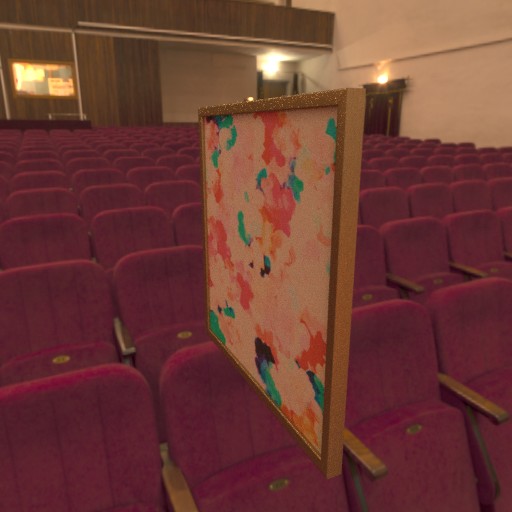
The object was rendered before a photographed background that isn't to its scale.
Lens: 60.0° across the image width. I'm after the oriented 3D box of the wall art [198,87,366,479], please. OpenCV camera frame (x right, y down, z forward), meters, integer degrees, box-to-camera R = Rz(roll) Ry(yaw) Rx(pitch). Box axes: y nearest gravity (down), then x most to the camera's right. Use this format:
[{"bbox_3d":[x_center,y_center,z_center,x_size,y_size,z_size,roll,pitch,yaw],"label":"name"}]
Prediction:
[{"bbox_3d":[0.000,0.000,1.158,0.036,0.765,0.767,-7,18,-24],"label":"wall art"}]
